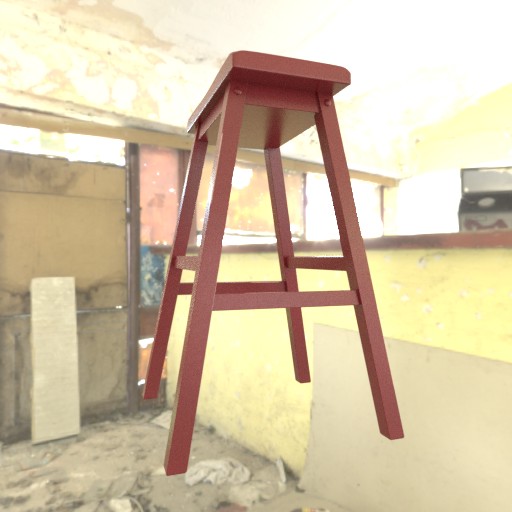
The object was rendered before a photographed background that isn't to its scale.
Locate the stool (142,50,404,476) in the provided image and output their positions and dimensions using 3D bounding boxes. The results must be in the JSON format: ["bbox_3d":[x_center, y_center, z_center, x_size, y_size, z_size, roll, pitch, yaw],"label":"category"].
[{"bbox_3d":[0.000,0.000,1.033,0.476,0.737,0.457,0,0,-19],"label":"stool"}]
